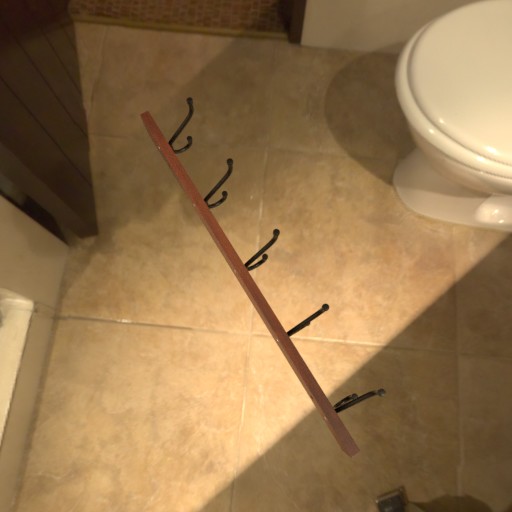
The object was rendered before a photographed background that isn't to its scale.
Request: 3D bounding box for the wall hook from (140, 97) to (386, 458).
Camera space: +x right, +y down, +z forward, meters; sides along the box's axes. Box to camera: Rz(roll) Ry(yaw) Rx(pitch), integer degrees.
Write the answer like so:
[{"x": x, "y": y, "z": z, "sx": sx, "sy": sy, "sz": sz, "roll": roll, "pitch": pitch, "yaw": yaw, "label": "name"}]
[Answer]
[{"x": 0.000, "y": 0.000, "z": 0.624, "sx": 0.071, "sy": 0.117, "sz": 0.571, "roll": -30, "pitch": 77, "yaw": -8, "label": "wall hook"}]
